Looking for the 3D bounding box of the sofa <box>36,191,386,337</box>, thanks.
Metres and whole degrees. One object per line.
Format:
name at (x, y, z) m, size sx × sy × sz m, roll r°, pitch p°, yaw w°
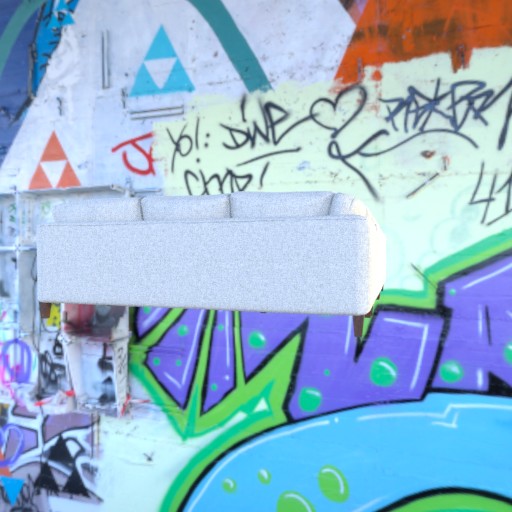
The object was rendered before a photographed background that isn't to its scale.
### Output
sofa at (0.000, 0.000, 4.722) m, size 2.593 × 0.959 × 3.460 m, roll 0°, pitch 1°, yaw 18°
